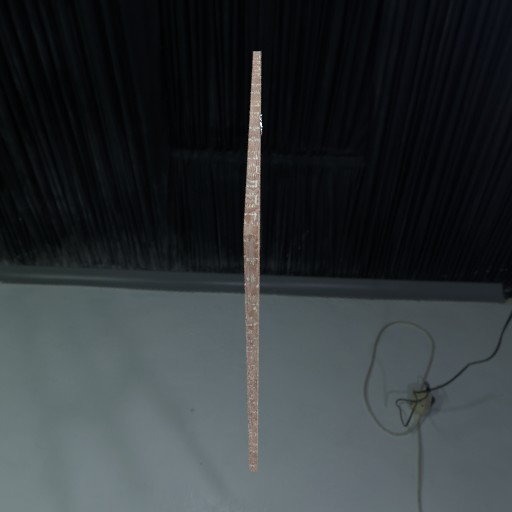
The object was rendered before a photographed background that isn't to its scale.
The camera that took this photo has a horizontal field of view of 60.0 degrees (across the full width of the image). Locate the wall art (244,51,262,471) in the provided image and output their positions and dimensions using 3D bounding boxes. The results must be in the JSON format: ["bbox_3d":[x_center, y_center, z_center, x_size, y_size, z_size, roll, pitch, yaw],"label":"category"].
[{"bbox_3d":[0.000,0.000,0.573,0.012,0.384,0.384,1,42,1],"label":"wall art"}]
